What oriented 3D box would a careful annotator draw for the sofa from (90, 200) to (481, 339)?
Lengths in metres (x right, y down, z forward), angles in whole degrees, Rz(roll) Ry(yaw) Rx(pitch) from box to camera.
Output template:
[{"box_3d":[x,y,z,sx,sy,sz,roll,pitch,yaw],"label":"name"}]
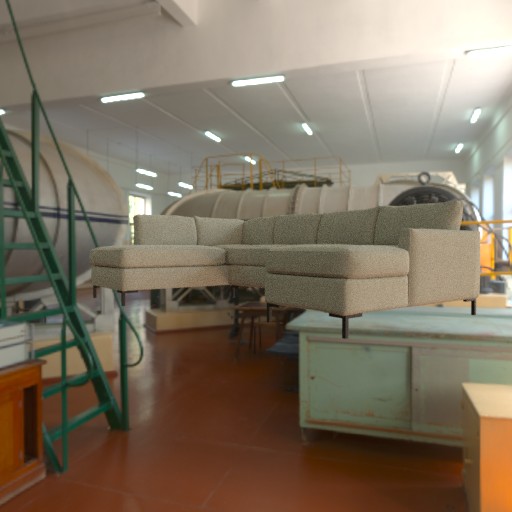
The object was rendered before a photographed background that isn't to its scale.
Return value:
[{"box_3d":[0.000,0.000,3.857,1.989,0.862,2.984,-1,1,-37],"label":"sofa"}]
